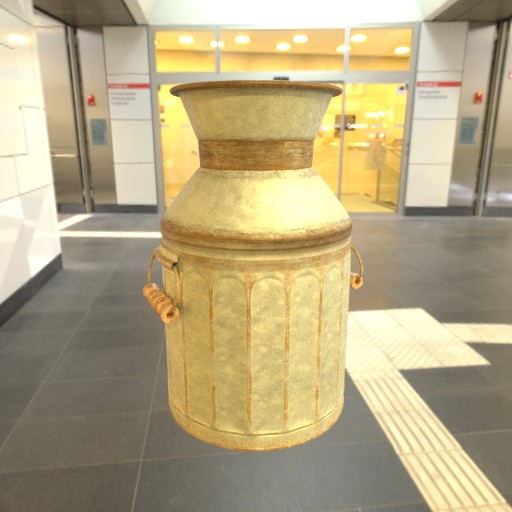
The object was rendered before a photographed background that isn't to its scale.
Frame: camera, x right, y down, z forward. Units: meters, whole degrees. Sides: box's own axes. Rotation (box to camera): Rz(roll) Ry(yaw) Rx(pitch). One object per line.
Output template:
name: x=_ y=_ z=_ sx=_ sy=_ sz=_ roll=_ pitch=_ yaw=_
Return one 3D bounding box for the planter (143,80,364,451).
planter: x=0.000 y=0.000 z=0.507 sx=0.248 sy=0.358 sz=0.215 roll=-7 pitch=17 yaw=-25
